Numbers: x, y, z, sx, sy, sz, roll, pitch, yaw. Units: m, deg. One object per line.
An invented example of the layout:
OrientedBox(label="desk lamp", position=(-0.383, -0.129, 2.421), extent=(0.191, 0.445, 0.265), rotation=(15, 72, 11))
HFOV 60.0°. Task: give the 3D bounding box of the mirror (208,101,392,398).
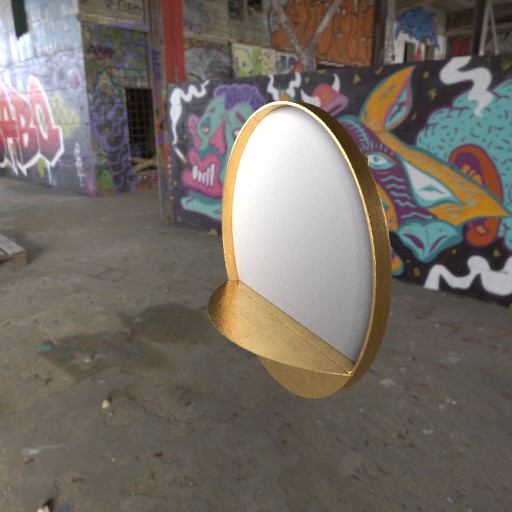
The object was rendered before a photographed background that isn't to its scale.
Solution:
OrientedBox(label="mirror", position=(0.000, 0.000, 0.690), extent=(0.133, 0.457, 0.457), rotation=(-8, 19, -26))
